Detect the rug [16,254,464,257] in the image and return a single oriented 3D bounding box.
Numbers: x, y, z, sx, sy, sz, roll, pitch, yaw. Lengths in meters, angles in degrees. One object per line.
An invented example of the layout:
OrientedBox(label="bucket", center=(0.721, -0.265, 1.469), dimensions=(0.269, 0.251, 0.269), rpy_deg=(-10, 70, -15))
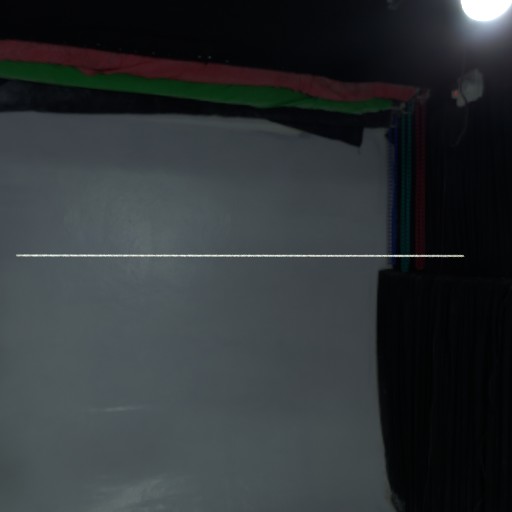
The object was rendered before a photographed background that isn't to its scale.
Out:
OrientedBox(label="rug", center=(0.000, 0.000, 2.470), dimensions=(2.277, 0.008, 0.676), rpy_deg=(0, 0, -19))
